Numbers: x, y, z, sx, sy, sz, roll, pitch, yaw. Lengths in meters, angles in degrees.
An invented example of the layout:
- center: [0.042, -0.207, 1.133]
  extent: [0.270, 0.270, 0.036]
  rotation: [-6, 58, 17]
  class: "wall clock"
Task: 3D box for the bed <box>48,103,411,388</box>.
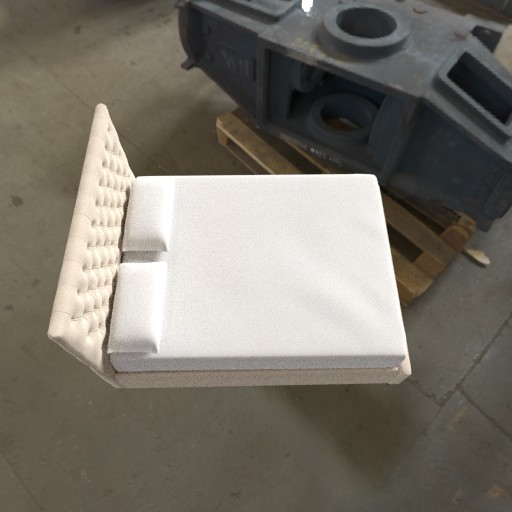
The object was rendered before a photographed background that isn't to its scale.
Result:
- center: [0.000, 0.000, 3.318]
  extent: [2.233, 1.426, 1.696]
  rotation: [-1, 62, 0]
  class: "bed"
